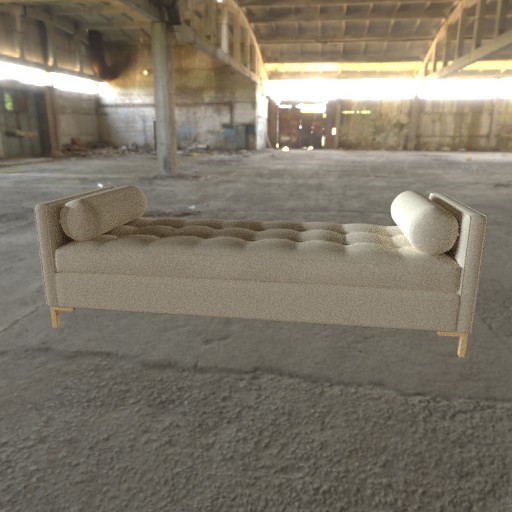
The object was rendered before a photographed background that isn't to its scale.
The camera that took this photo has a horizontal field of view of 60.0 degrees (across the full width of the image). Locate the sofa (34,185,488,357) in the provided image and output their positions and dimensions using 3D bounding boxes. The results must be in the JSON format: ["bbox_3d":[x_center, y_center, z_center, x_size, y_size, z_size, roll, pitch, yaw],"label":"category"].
[{"bbox_3d":[0.000,0.000,2.313,1.985,0.641,0.746,2,16,9],"label":"sofa"}]
